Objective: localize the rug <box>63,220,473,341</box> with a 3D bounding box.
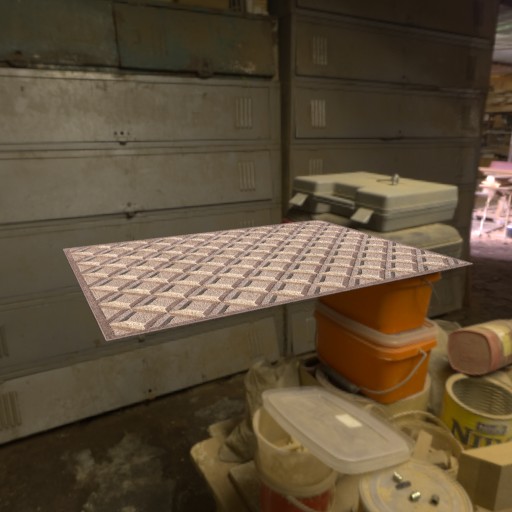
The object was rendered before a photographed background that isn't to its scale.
[{"bbox_3d":[0.000,0.000,4.360,3.294,0.018,2.382,-8,18,-27],"label":"rug"}]
